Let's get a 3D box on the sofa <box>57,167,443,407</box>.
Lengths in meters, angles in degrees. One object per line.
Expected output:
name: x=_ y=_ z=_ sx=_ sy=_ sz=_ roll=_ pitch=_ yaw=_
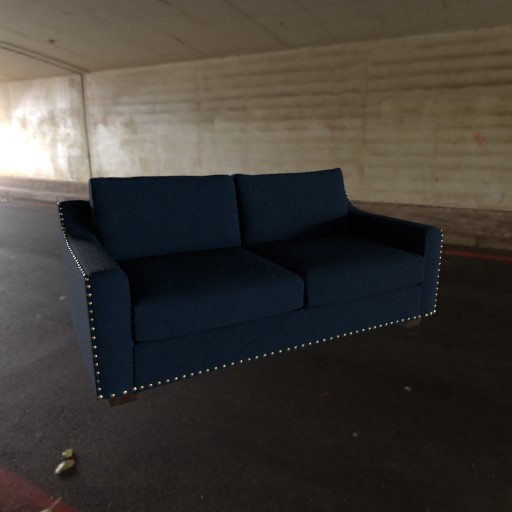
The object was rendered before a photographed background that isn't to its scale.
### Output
sofa: x=0.000 y=0.000 z=2.733 sx=2.107 sy=0.983 sz=1.104 roll=-8 pitch=17 yaw=-27
